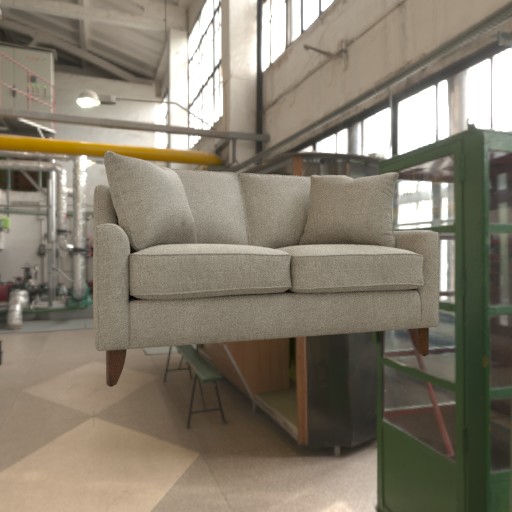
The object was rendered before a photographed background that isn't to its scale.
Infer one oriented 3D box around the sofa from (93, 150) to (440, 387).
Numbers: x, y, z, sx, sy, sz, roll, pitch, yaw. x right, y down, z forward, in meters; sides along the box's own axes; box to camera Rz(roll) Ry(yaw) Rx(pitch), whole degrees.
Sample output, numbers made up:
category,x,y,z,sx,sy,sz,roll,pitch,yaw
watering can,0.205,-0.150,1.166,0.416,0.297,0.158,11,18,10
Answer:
category,x,y,z,sx,sy,sz,roll,pitch,yaw
sofa,0.000,0.000,2.052,1.422,0.863,0.915,0,1,-19
